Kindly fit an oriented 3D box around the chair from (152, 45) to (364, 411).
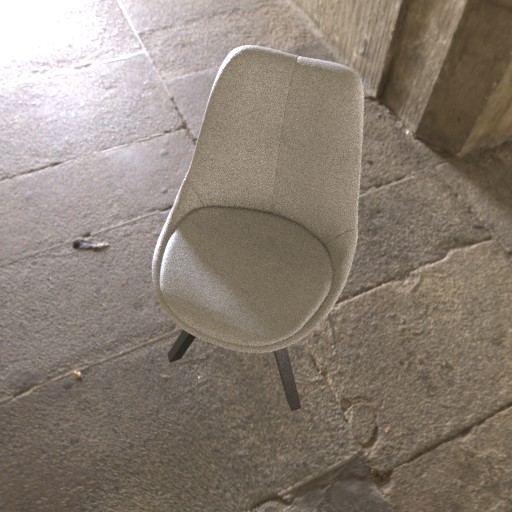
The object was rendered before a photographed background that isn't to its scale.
[{"bbox_3d":[0.000,0.000,1.173,0.485,0.850,0.550,18,59,11],"label":"chair"}]
